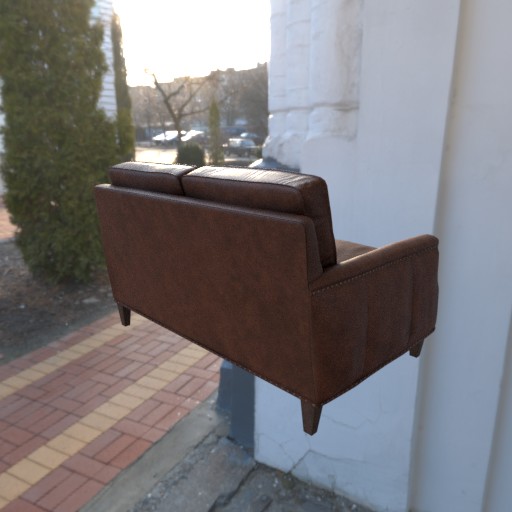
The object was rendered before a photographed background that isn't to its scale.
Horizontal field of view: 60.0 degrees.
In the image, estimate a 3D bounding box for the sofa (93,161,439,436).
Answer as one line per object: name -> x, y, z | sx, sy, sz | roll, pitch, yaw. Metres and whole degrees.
sofa -> 0.000, 0.000, 2.385 | 1.083, 1.003, 1.628 | -15, 21, -43
